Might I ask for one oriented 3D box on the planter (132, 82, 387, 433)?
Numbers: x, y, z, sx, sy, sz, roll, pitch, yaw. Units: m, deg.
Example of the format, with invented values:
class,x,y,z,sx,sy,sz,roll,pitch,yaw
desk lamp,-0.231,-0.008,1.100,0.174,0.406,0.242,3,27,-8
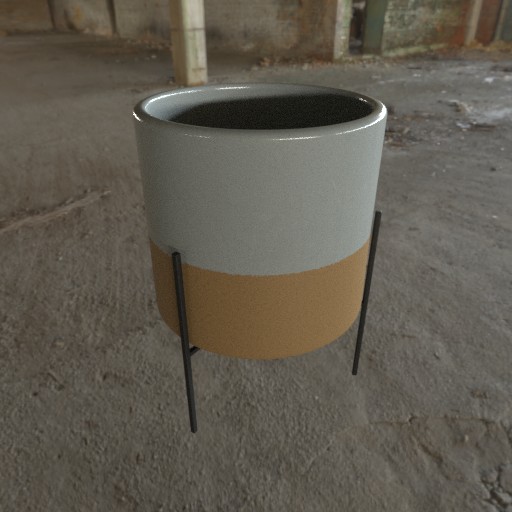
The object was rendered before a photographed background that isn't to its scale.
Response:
class,x,y,z,sx,sy,sz,roll,pitch,yaw
planter,0.000,0.000,0.643,0.310,0.432,0.310,-22,36,-33
